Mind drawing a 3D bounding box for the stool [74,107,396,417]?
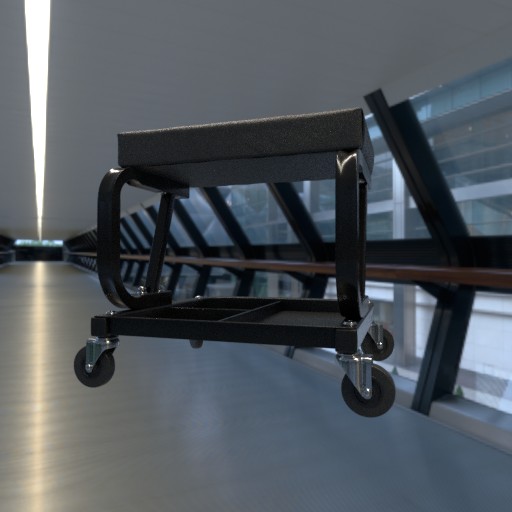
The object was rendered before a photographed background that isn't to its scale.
[{"bbox_3d":[0.000,0.000,0.735,0.446,0.380,0.371,0,-1,18],"label":"stool"}]
